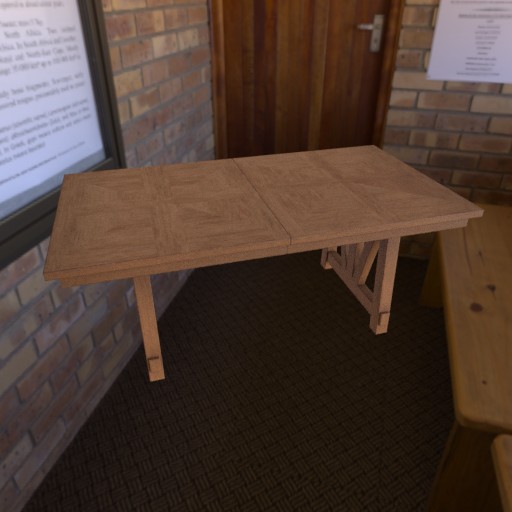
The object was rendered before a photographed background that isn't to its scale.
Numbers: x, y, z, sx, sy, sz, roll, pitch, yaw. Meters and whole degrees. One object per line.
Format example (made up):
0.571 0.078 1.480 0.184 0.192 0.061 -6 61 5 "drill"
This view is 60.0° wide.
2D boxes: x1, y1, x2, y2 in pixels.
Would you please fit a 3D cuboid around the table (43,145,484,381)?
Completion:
0.000 0.000 2.422 1.881 0.768 1.016 -9 32 -14 "table"
